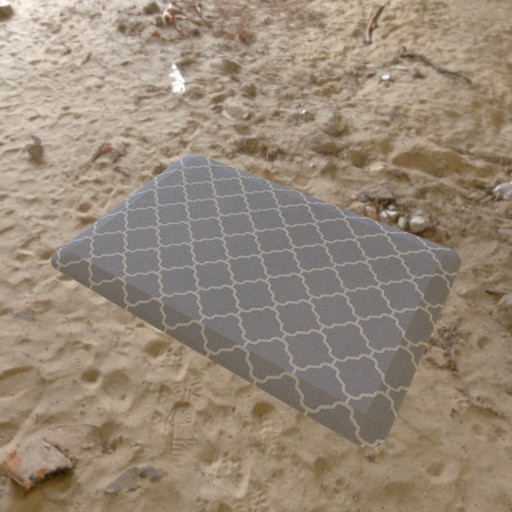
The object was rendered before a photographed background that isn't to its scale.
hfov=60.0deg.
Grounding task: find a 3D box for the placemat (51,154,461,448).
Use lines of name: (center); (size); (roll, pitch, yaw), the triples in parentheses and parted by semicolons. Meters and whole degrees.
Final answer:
placemat: (0.000, 0.000, 0.956); (0.762, 0.021, 0.508); (24, 51, 22)
